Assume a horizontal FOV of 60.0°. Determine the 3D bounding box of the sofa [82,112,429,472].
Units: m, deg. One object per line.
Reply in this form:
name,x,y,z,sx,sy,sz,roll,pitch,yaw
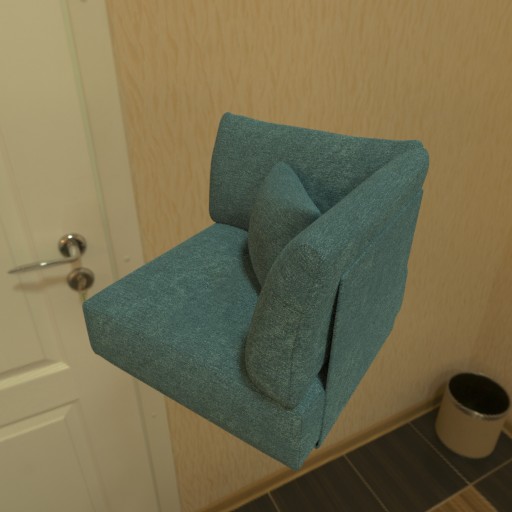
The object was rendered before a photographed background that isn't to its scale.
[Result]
sofa,0.000,0.000,1.723,1.000,0.820,1.000,18,35,29
